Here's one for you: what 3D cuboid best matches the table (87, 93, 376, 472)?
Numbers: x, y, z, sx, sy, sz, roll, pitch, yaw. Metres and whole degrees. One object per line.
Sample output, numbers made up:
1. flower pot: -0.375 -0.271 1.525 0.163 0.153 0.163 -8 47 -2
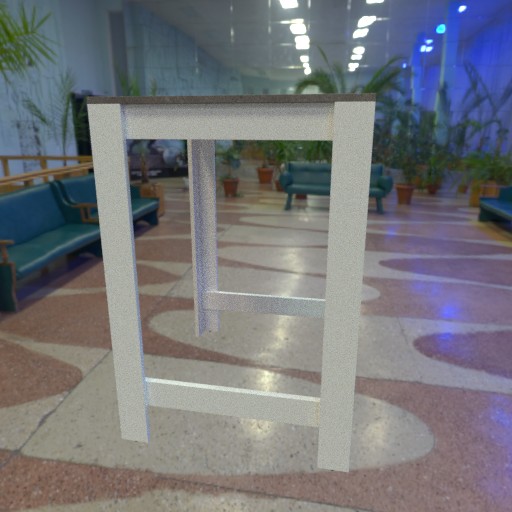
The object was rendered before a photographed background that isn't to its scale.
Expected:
1. table: 0.000 0.000 1.559 0.700 1.020 0.800 3 17 11
